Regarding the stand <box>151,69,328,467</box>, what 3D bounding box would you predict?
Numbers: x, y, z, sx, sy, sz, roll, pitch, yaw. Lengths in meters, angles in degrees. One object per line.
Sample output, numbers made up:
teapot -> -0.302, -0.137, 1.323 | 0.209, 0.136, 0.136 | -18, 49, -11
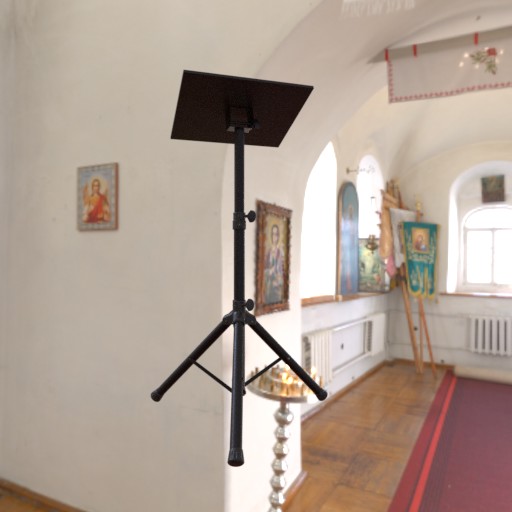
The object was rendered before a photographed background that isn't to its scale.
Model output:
stand -> 0.000, 0.000, 1.615 | 0.702, 1.198, 0.702 | 0, 0, -18
